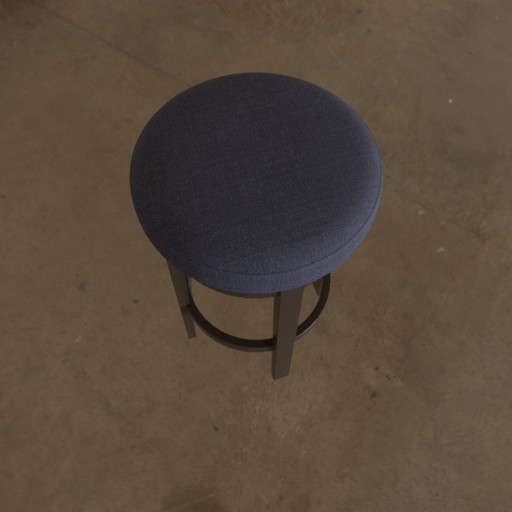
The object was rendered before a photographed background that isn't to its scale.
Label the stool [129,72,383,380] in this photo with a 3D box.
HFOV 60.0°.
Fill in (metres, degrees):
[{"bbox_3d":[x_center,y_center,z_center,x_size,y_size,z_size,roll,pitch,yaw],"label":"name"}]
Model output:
[{"bbox_3d":[0.000,0.000,1.052,0.446,0.758,0.446,0,63,0],"label":"stool"}]
